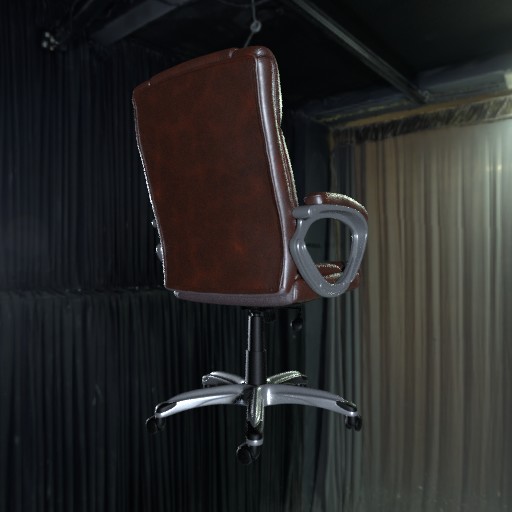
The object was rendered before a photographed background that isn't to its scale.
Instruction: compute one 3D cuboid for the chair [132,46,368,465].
[{"bbox_3d":[0.000,0.000,1.519,0.656,1.128,0.692,0,-1,35],"label":"chair"}]
